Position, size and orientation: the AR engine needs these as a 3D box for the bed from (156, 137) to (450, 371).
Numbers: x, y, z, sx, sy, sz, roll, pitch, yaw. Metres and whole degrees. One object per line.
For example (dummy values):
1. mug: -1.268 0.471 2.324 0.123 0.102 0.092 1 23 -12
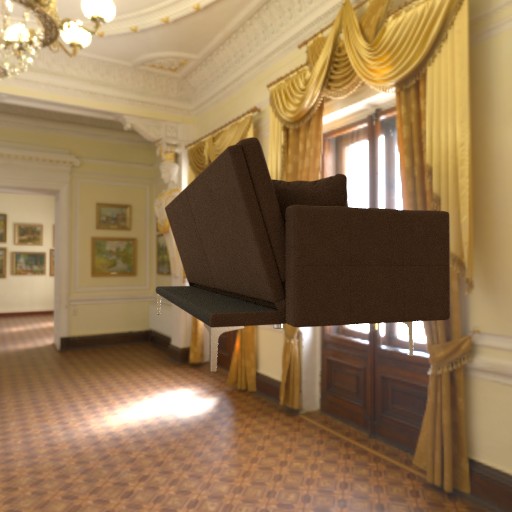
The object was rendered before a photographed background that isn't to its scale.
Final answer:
1. bed: 0.000 0.000 2.391 0.889 0.787 1.905 0 -1 -18
